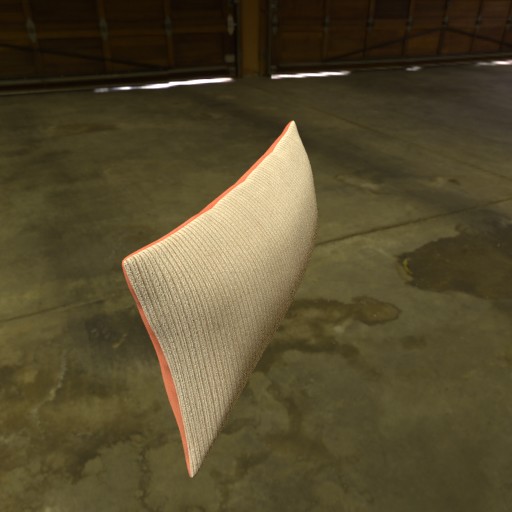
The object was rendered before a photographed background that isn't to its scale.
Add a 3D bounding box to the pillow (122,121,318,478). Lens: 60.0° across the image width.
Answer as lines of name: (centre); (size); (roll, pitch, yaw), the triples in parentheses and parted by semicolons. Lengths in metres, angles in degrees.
pillow: (0.000, 0.000, 0.730); (0.155, 0.307, 0.608); (10, 31, 17)
